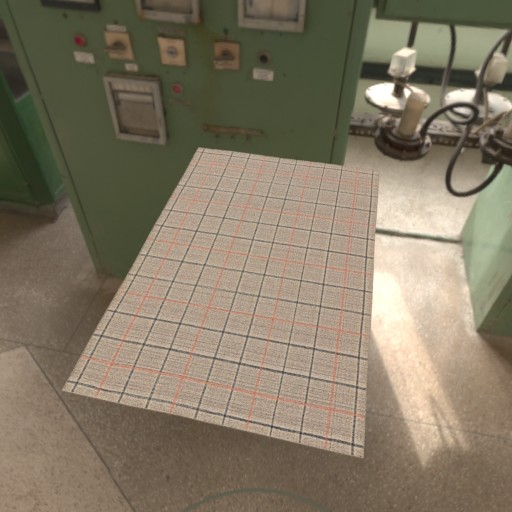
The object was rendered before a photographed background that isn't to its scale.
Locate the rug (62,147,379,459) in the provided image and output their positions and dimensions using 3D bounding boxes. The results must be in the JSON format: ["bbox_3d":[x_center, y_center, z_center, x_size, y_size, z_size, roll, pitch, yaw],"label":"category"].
[{"bbox_3d":[0.000,0.000,2.334,1.220,0.013,1.829,9,47,9],"label":"rug"}]
